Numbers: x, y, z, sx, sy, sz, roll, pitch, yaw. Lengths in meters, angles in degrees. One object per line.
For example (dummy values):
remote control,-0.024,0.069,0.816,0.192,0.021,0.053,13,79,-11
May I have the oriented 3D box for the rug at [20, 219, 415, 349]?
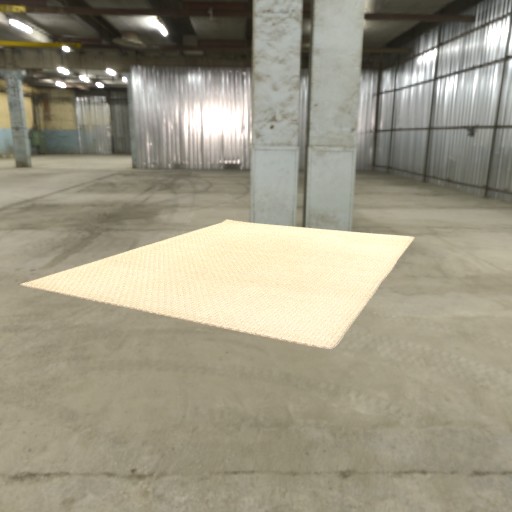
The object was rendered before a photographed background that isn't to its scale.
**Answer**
rug,0.000,0.000,3.870,2.277,0.035,2.897,7,16,26
